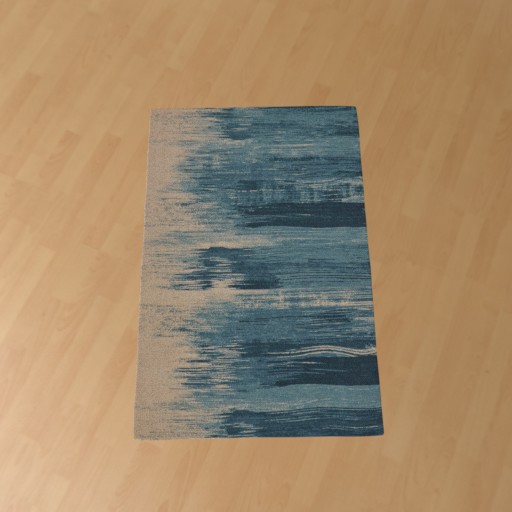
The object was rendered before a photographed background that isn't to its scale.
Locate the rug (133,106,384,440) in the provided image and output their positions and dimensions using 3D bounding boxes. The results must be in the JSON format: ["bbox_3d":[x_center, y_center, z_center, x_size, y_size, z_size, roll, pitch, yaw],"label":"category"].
[{"bbox_3d":[0.000,0.000,2.392,1.232,0.009,1.836,-1,75,0],"label":"rug"}]
